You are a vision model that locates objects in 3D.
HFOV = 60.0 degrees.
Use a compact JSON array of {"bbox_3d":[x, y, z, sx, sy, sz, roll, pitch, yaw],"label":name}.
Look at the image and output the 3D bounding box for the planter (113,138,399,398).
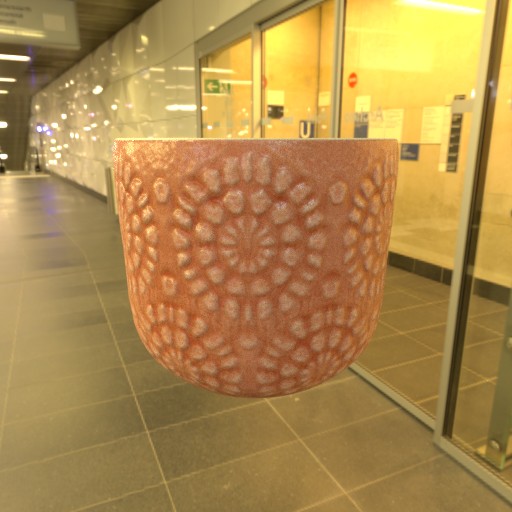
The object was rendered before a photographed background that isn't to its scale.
[{"bbox_3d":[0.000,0.000,0.213,0.124,0.109,0.124,0,15,0],"label":"planter"}]
